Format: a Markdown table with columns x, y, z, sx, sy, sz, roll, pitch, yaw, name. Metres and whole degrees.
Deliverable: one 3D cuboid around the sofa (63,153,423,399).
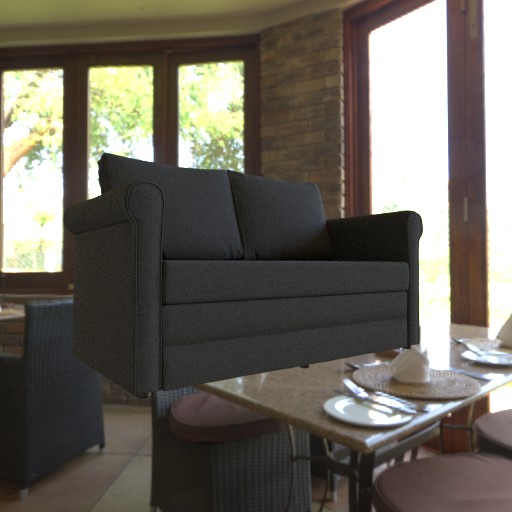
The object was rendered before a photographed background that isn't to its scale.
| x | y | z | sx | sy | sz | roll | pitch | yaw | name |
| --- | --- | --- | --- | --- | --- | --- | --- | --- | --- |
| 0.000 | 0.000 | 1.982 | 1.460 | 0.872 | 0.741 | 1 | -1 | -36 | sofa |
